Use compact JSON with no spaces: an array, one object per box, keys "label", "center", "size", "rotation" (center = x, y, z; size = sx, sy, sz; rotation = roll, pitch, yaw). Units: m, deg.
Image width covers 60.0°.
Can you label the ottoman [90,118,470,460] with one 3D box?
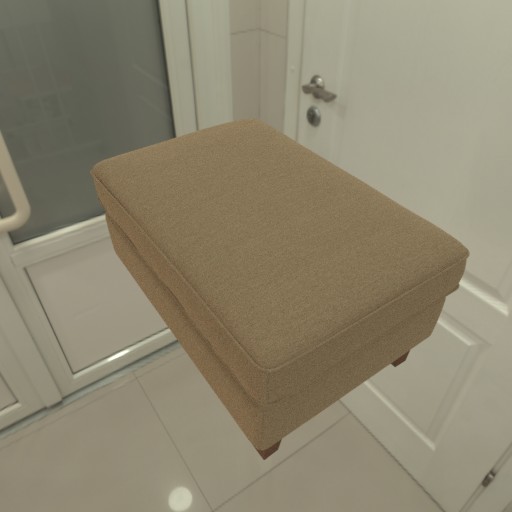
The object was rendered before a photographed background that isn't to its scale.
[{"label":"ottoman","center":[0.000,0.000,1.328],"size":[0.636,0.521,0.945],"rotation":[-24,46,-26]}]
